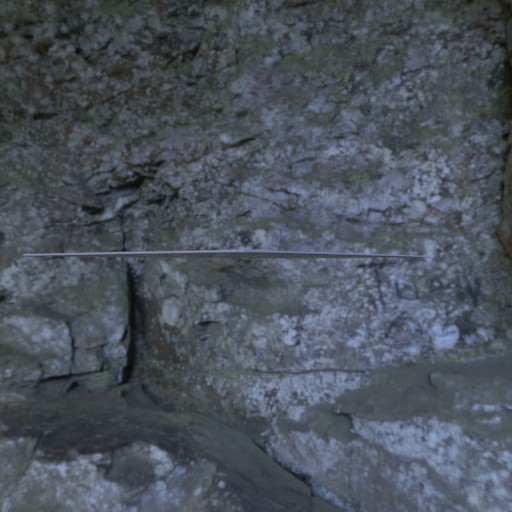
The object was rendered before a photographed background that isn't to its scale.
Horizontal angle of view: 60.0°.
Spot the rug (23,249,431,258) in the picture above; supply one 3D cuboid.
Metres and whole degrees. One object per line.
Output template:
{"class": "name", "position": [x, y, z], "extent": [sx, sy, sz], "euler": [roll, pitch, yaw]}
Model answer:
{"class": "rug", "position": [0.000, 0.000, 2.917], "extent": [1.600, 0.013, 2.260], "euler": [-1, -1, 37]}
